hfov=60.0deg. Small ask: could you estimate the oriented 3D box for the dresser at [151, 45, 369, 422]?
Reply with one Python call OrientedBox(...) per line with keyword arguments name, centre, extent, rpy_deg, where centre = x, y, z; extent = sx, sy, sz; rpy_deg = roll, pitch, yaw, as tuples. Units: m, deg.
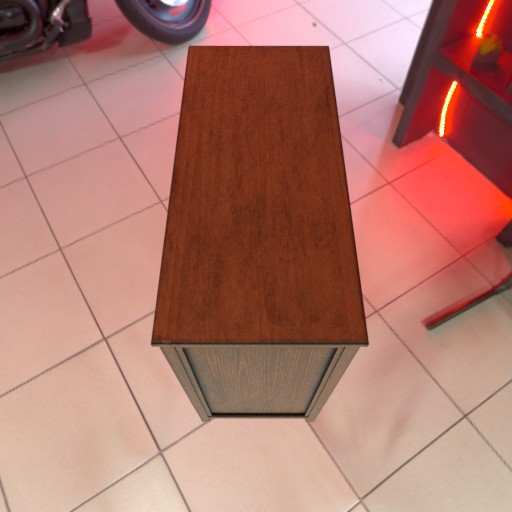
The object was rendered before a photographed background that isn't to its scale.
OrientedBox(name="dresser", centre=(0.000, 0.000, 1.992), extent=(0.591, 1.224, 1.250), rpy_deg=(0, 59, 0))
